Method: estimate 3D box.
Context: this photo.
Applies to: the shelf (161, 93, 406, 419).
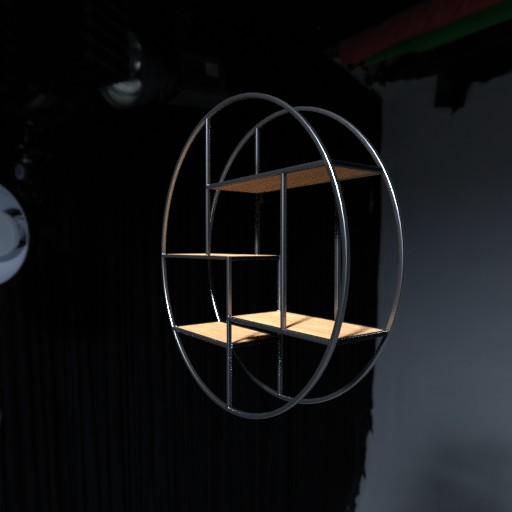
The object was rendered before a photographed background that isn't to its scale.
[{"bbox_3d":[0.000,0.000,1.316,0.202,0.888,0.888,-1,2,-37],"label":"shelf"}]
